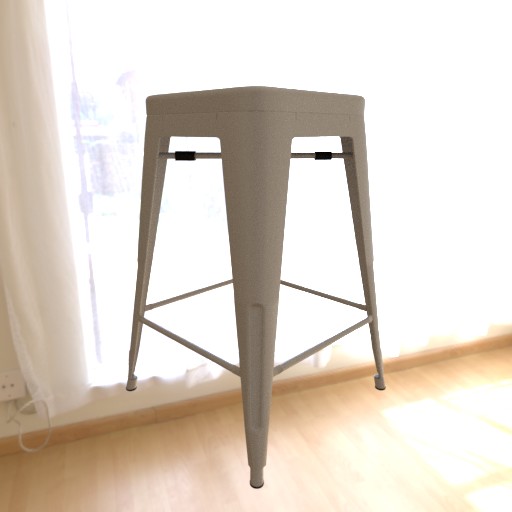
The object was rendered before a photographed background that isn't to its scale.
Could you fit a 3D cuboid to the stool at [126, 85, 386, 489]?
[{"bbox_3d":[0.000,0.000,0.892,0.410,0.608,0.410,15,22,43],"label":"stool"}]
